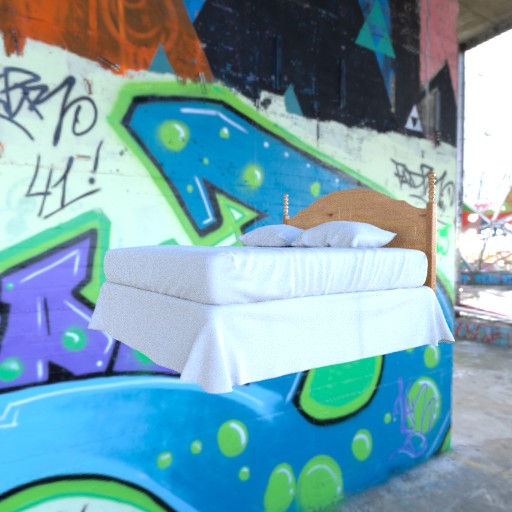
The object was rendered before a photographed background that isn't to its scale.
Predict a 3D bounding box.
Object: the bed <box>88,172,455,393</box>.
[{"bbox_3d":[0.000,0.000,3.711,2.219,1.355,2.322,-1,2,-35],"label":"bed"}]
